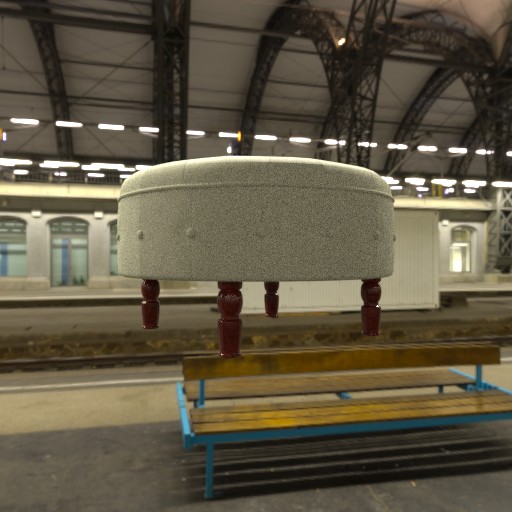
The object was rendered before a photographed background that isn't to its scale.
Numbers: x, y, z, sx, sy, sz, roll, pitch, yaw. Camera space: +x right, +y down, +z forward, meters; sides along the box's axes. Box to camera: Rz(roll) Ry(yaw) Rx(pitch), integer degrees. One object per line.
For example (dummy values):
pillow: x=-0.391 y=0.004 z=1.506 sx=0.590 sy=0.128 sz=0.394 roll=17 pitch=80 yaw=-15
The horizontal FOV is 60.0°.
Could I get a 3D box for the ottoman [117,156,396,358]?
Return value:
ottoman: x=0.000 y=0.000 z=1.422 sx=0.850 sy=0.483 sz=0.850 roll=0 pitch=0 yaw=0
